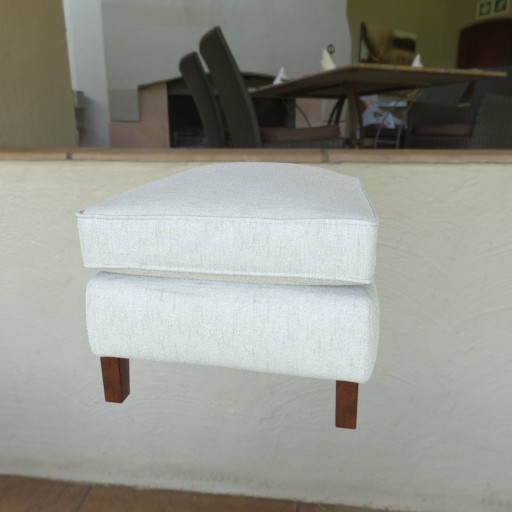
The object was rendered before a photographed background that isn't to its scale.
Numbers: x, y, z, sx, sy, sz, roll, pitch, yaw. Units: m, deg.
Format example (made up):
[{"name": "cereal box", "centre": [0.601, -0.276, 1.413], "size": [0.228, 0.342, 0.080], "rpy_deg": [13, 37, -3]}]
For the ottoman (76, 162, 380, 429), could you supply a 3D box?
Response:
[{"name": "ottoman", "centre": [0.000, 0.000, 0.985], "size": [0.501, 0.406, 0.665], "rpy_deg": [3, 15, 10]}]
